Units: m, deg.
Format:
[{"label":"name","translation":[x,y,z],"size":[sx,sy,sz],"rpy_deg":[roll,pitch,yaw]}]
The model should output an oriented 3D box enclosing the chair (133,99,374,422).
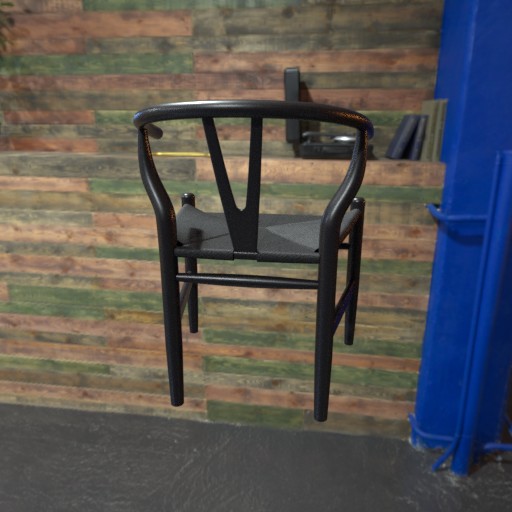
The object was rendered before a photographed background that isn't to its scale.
[{"label":"chair","translation":[0.000,0.000,1.137],"size":[0.569,0.730,0.579],"rpy_deg":[3,17,9]}]
